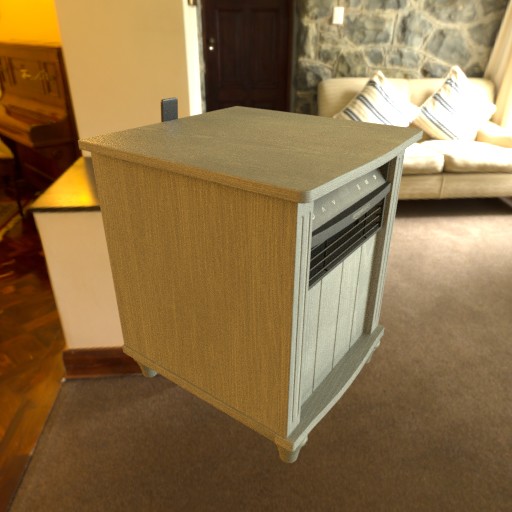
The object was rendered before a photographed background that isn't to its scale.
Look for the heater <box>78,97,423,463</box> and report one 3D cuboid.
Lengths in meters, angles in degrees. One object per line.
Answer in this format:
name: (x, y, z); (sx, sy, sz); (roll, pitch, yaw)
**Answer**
heater: (0.000, 0.000, 0.755); (0.400, 0.481, 0.362); (19, 33, 31)
